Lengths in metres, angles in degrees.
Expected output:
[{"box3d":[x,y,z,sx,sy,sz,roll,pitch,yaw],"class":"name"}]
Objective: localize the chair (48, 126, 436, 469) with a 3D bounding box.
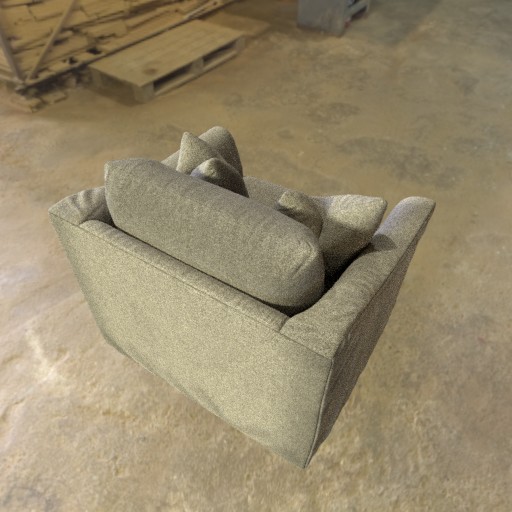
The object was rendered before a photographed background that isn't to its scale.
[{"box3d":[0.000,0.000,1.965,1.194,1.059,1.071,25,51,22],"class":"chair"}]
